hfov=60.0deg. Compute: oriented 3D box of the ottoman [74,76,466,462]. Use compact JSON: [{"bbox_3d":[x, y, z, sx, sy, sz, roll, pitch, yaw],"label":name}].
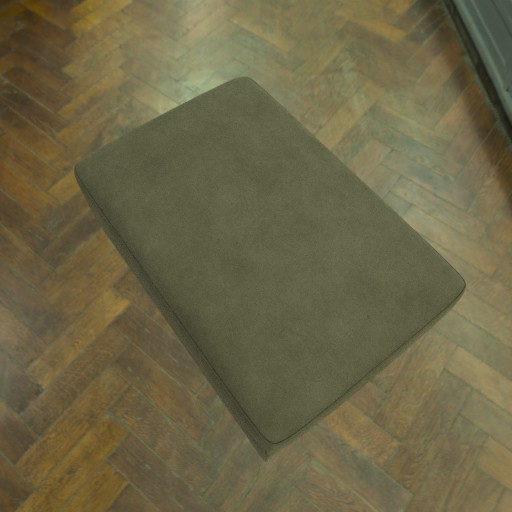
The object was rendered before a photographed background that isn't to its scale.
[{"bbox_3d":[0.000,0.000,1.209,0.584,0.483,0.864,-34,68,-16],"label":"ottoman"}]
